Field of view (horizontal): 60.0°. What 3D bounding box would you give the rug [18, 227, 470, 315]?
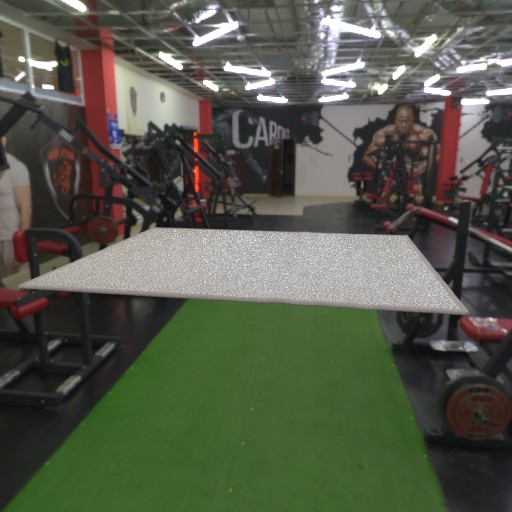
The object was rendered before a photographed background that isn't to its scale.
[{"bbox_3d":[0.000,0.000,4.034,3.007,0.032,2.434,2,14,10],"label":"rug"}]
